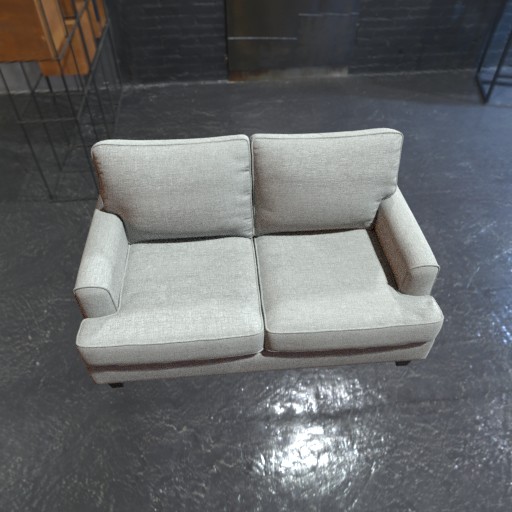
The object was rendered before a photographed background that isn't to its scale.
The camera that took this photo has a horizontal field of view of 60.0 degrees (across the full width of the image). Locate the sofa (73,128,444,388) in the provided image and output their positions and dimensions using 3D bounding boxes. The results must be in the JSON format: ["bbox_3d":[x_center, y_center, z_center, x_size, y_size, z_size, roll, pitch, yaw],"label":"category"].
[{"bbox_3d":[0.000,0.000,2.220,1.651,0.965,0.965,-3,45,-3],"label":"sofa"}]
